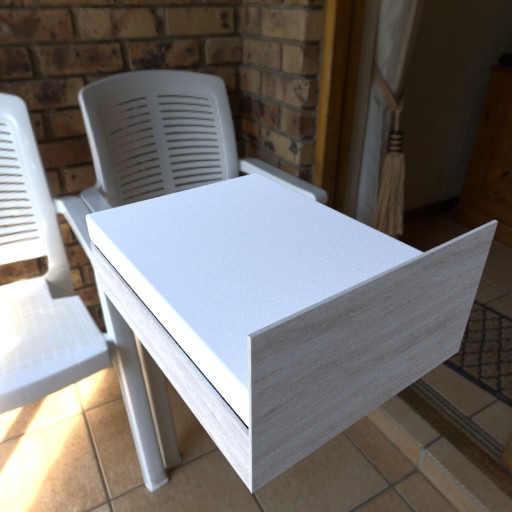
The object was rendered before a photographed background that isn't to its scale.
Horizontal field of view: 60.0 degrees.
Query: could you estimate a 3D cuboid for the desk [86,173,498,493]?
[{"bbox_3d":[0.000,0.000,2.571,1.400,0.800,1.900,-20,36,-30],"label":"desk"}]
